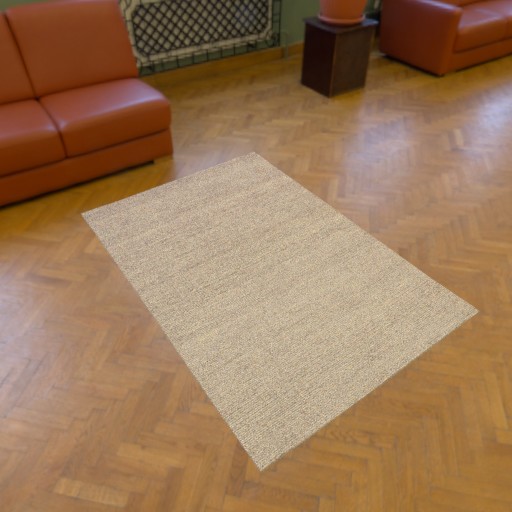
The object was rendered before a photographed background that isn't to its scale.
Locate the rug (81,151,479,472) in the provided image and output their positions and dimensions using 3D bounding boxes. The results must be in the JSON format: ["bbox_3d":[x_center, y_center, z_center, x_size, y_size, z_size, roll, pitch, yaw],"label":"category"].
[{"bbox_3d":[0.000,0.000,2.995,1.609,0.030,2.342,-25,48,-25],"label":"rug"}]
